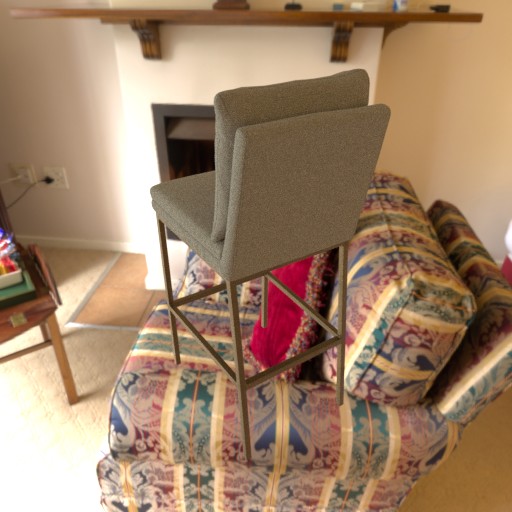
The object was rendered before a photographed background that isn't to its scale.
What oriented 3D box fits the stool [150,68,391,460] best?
[{"bbox_3d":[0.000,0.000,1.428,0.463,1.132,0.569,-18,35,-28],"label":"stool"}]
